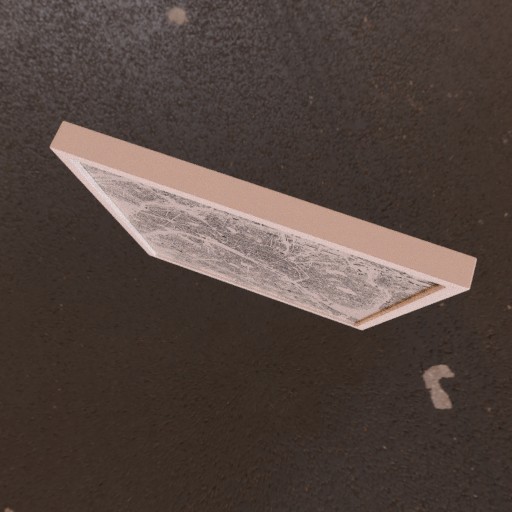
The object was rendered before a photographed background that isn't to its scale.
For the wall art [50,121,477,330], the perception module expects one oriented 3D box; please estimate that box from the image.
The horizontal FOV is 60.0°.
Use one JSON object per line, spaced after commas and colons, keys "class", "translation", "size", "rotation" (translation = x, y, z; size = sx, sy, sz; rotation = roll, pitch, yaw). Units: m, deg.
{"class": "wall art", "translation": [0.000, 0.000, 0.753], "size": [0.508, 0.508, 0.038], "rotation": [19, 76, 5]}
